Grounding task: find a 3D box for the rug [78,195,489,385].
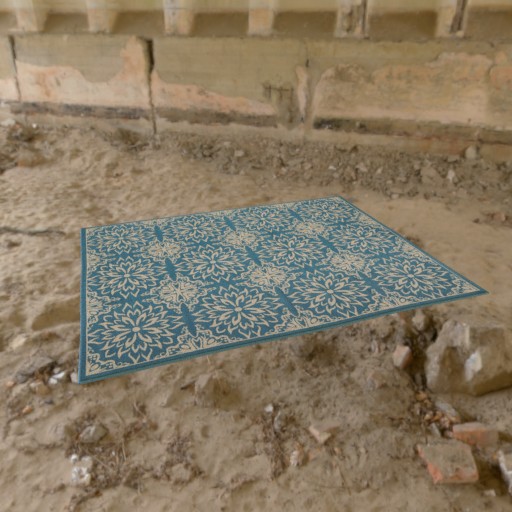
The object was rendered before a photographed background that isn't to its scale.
[{"bbox_3d":[0.000,0.000,3.939,2.964,0.018,2.350,-9,28,-17],"label":"rug"}]
